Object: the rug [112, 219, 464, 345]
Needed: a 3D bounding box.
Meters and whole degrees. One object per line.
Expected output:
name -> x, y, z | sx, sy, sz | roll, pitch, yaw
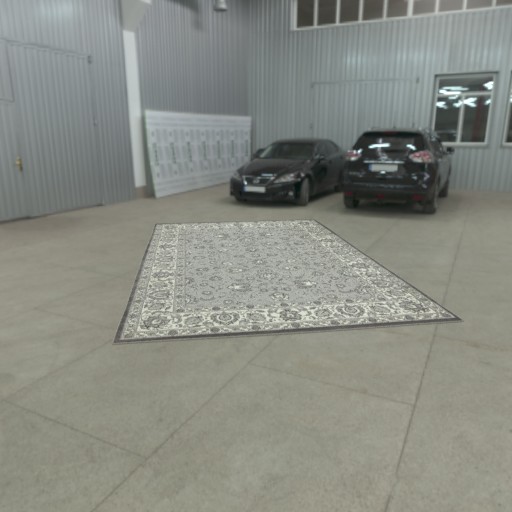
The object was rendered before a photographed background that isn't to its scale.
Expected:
rug -> 0.000, 0.000, 3.014 | 1.524, 0.011, 2.438 | -2, 16, -8
